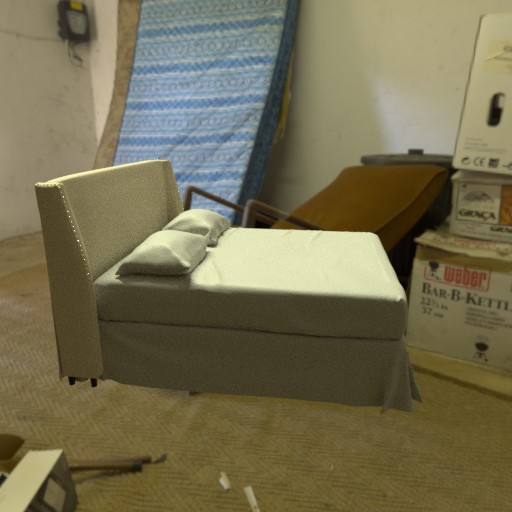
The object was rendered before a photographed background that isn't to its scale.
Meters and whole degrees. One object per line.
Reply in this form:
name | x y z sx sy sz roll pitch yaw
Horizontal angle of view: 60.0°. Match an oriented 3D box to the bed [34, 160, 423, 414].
bed | 0.000 0.000 3.412 2.276 1.332 1.925 3 17 9
